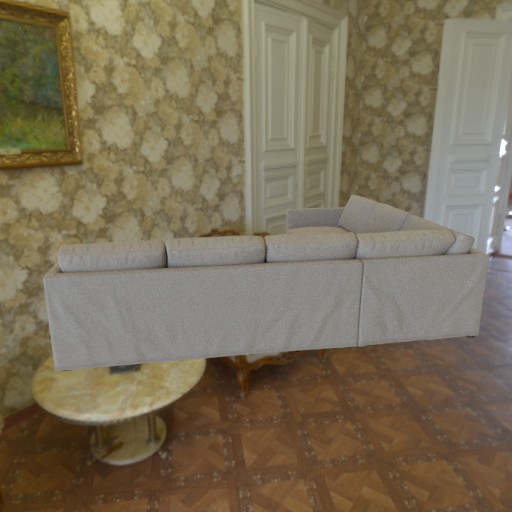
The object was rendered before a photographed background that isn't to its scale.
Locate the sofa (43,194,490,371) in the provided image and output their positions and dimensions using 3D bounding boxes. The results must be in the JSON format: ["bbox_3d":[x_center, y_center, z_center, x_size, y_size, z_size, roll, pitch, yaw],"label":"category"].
[{"bbox_3d":[0.000,0.000,4.272,3.182,0.871,2.432,-3,15,-9],"label":"sofa"}]
